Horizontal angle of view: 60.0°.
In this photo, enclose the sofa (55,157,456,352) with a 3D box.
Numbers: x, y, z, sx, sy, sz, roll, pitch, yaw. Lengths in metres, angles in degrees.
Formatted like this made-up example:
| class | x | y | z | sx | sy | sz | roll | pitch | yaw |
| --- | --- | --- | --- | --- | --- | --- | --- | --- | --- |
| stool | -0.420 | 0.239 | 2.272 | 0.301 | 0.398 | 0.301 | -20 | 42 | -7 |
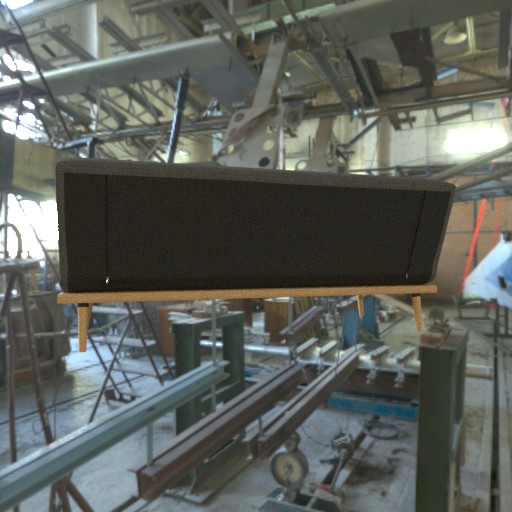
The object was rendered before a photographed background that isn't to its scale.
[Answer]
| class | x | y | z | sx | sy | sz | roll | pitch | yaw |
| --- | --- | --- | --- | --- | --- | --- | --- | --- | --- |
| sofa | 0.000 | 0.000 | 2.263 | 1.820 | 0.770 | 0.820 | 0 | 0 | -17 |
